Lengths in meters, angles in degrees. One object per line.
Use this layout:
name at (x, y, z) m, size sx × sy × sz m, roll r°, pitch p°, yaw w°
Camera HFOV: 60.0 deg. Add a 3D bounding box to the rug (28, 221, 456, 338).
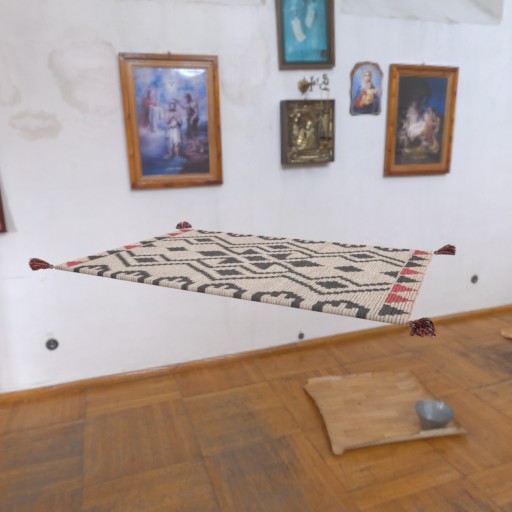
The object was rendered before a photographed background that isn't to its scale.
rug at (0.000, 0.000, 2.542) m, size 2.069 × 0.067 × 1.444 m, roll 7°, pitch 15°, yaw 25°
